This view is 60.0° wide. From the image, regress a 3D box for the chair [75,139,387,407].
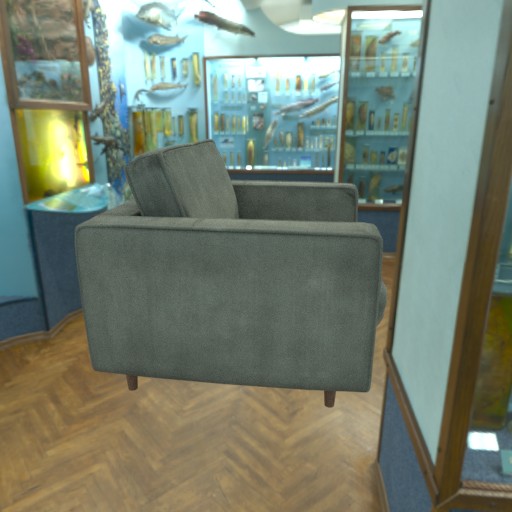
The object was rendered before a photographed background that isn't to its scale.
[{"bbox_3d":[0.000,0.000,1.559,0.843,0.773,0.928,2,17,8],"label":"chair"}]
